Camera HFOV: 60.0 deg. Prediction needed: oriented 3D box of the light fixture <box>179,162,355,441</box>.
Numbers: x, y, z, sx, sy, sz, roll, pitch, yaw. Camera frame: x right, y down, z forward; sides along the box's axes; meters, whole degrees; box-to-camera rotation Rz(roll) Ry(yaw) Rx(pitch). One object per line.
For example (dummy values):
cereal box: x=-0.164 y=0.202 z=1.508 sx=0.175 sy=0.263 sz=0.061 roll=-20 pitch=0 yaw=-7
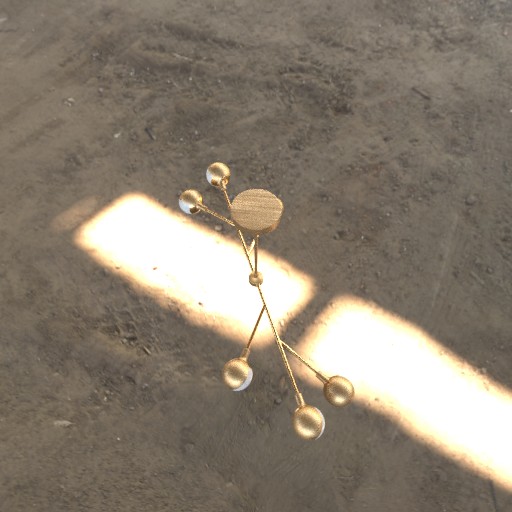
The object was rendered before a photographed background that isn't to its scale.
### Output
light fixture: x=0.000 y=0.000 z=1.035 sx=0.434 sy=0.362 sz=0.778 roll=-2 pitch=59 yaw=-1
